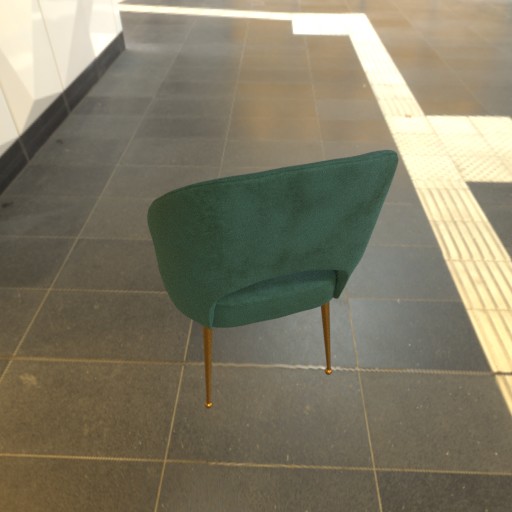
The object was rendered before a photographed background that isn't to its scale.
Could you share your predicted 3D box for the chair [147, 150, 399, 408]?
[{"bbox_3d":[0.000,0.000,1.196,0.527,0.860,0.577,-12,42,-13],"label":"chair"}]
